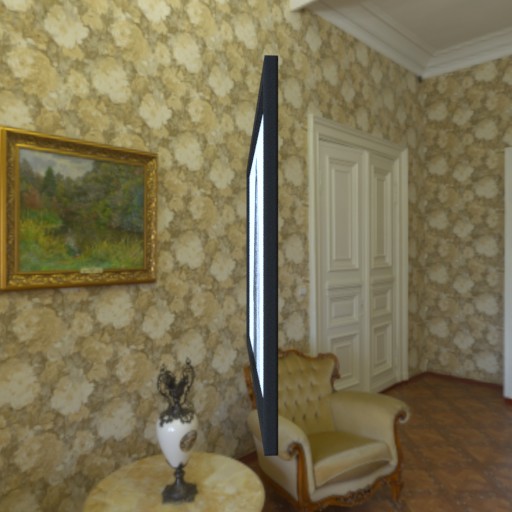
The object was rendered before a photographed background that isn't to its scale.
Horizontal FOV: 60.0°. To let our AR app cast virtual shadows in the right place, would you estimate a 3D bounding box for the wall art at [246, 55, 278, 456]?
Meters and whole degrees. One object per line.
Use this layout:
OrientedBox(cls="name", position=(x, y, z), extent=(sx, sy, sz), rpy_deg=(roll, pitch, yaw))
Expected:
OrientedBox(cls="wall art", position=(0.000, 0.000, 1.211), extent=(0.049, 0.659, 0.964), rpy_deg=(0, 0, -1))
